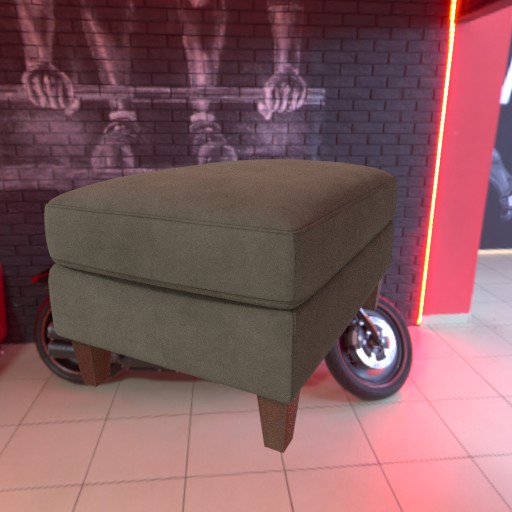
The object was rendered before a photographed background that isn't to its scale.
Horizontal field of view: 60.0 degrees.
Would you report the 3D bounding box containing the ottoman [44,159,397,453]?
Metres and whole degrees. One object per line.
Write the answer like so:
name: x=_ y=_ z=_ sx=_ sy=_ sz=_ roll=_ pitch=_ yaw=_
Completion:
ottoman: x=0.000 y=0.000 z=1.182 sx=0.584 sy=0.483 sz=0.864 roll=8 pitch=18 yaw=26
